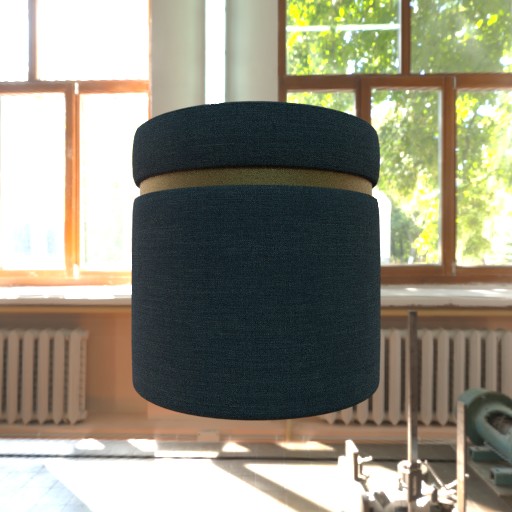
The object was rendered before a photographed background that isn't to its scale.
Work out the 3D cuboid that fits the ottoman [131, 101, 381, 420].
[{"bbox_3d":[0.000,0.000,0.735,0.398,0.406,0.398,0,0,0],"label":"ottoman"}]
